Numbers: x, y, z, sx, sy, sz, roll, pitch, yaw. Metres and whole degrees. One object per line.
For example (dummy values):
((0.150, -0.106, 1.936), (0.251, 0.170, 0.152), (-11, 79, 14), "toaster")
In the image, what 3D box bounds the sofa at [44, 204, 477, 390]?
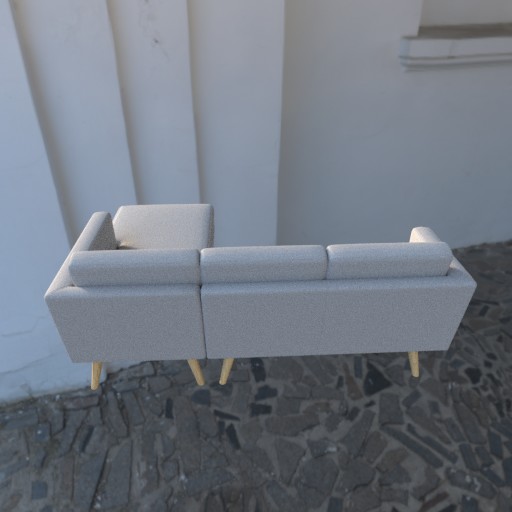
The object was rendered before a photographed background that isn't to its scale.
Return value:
((0.000, 0.000, 2.832), (2.040, 0.860, 1.530), (-2, 31, -3), "sofa")
